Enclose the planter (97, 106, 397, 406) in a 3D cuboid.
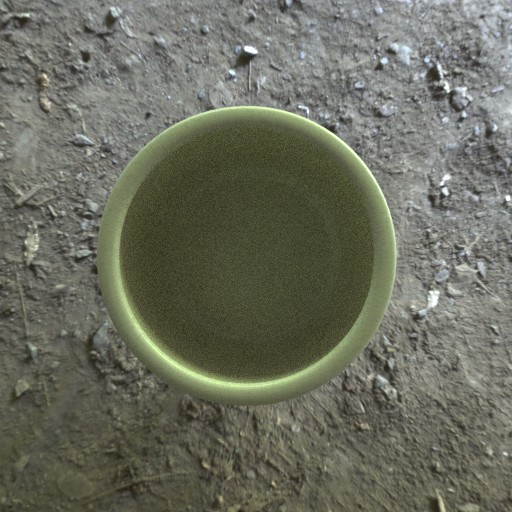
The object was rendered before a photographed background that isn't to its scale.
[{"bbox_3d":[0.000,0.000,0.714,0.333,0.483,0.324,0,90,2],"label":"planter"}]
